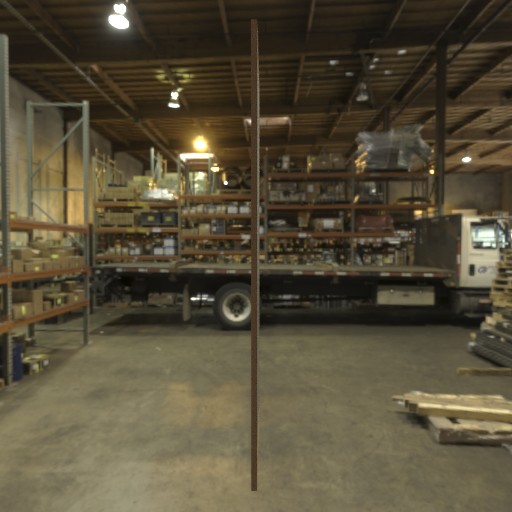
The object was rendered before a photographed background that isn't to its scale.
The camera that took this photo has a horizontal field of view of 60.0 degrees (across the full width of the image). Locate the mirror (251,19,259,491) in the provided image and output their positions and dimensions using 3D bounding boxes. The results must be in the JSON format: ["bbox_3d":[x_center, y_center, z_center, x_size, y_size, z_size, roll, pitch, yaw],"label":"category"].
[{"bbox_3d":[0.000,0.000,2.314,0.026,2.031,0.812,0,1,1],"label":"mirror"}]
